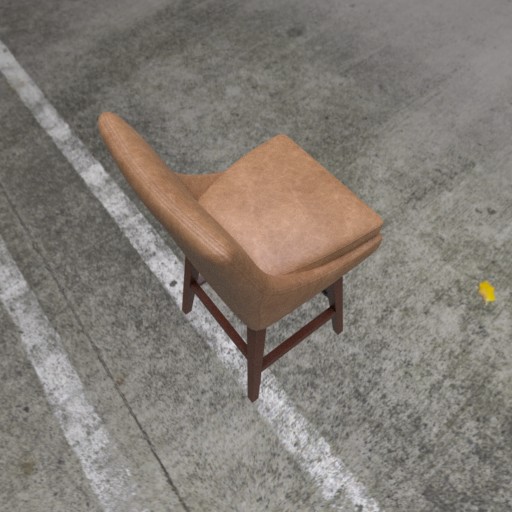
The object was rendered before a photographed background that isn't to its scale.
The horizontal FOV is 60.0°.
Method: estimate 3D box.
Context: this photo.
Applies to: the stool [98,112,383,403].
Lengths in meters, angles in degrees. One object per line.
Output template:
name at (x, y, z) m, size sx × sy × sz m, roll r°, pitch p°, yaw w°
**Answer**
stool at (0.000, 0.000, 1.379) m, size 0.572 × 1.079 × 0.487 m, roll -34°, pitch 64°, yaw -19°
